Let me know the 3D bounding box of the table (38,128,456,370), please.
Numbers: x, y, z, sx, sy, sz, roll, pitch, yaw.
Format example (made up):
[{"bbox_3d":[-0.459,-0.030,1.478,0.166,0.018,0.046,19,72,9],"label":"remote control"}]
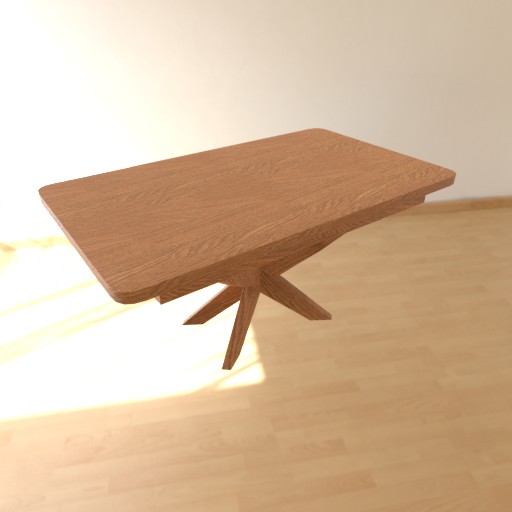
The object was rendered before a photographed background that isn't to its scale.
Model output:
[{"bbox_3d":[0.000,0.000,2.119,1.600,0.770,0.950,-20,37,-30],"label":"table"}]
